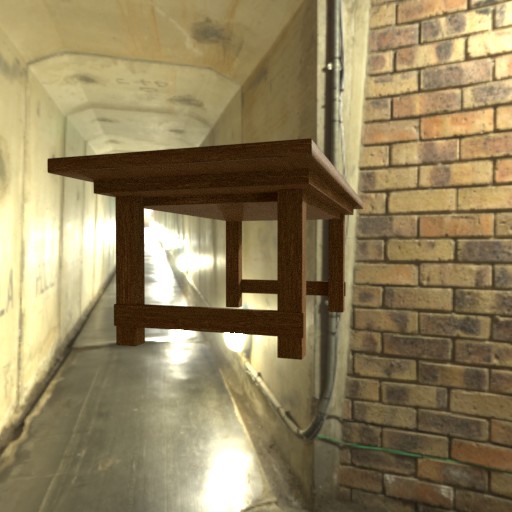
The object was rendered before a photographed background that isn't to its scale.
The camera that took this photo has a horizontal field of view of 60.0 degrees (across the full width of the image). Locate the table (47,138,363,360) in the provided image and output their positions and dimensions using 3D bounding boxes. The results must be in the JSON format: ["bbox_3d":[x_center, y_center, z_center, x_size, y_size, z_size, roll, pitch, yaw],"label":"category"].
[{"bbox_3d":[0.000,0.000,2.450,1.000,0.762,1.982,0,1,18],"label":"table"}]
